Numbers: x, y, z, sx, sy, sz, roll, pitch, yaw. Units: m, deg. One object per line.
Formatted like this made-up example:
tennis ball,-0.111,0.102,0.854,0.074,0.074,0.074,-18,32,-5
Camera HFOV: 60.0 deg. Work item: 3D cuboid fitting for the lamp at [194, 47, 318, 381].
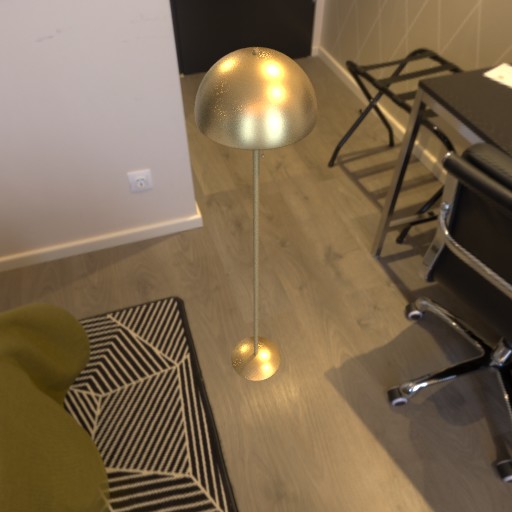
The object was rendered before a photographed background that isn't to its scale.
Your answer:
lamp,0.000,0.000,1.611,0.328,1.480,0.328,33,56,26
